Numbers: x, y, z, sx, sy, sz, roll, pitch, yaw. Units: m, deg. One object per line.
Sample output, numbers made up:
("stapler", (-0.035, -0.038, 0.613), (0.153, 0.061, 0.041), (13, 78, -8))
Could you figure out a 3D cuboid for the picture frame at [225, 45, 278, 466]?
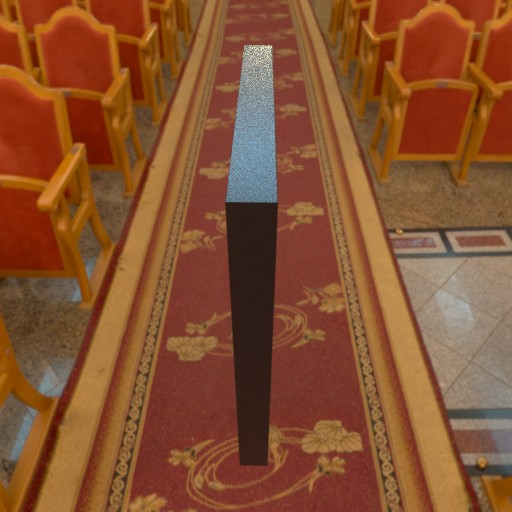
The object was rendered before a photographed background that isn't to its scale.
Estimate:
("picture frame", (0.000, 0.000, 0.528), (0.034, 0.378, 0.328), (1, 41, 1))
